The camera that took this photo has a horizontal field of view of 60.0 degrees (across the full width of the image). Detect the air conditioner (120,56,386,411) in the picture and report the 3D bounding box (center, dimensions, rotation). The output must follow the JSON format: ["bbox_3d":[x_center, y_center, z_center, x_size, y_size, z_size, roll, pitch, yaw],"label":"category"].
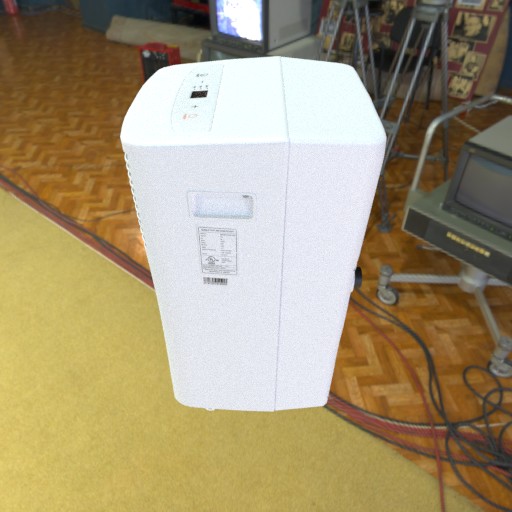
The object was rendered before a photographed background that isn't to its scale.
[{"bbox_3d":[0.000,0.000,0.807,0.349,0.606,0.304,0,41,0],"label":"air conditioner"}]
